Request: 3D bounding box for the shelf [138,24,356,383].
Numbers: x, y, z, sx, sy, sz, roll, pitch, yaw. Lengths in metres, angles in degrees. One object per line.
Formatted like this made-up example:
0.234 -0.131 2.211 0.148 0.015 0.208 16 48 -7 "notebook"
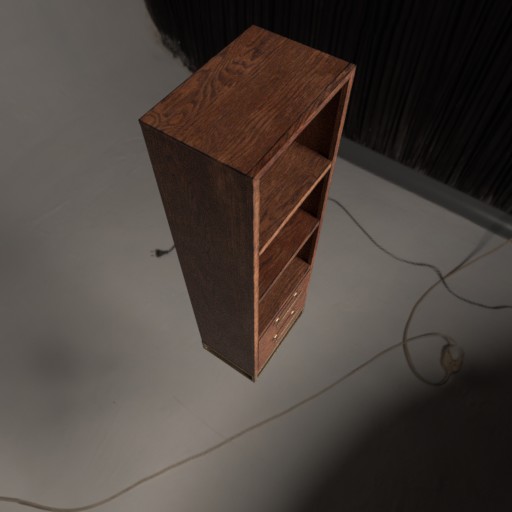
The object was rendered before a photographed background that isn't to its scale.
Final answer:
0.000 0.000 1.971 0.395 1.732 0.539 30 63 17 "shelf"
